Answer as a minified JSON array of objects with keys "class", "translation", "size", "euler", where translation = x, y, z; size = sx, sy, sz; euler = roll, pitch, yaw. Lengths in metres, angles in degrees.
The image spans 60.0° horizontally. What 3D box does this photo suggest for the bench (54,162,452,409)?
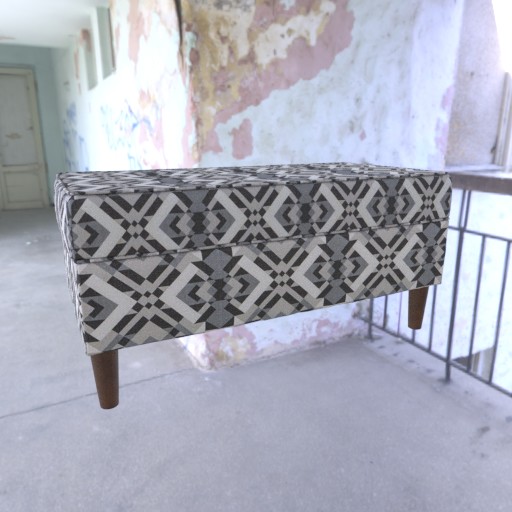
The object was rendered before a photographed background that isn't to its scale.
[{"class":"bench","translation":[0.000,0.000,1.278],"size":[1.016,0.477,0.492],"euler":[-8,17,-25]}]
